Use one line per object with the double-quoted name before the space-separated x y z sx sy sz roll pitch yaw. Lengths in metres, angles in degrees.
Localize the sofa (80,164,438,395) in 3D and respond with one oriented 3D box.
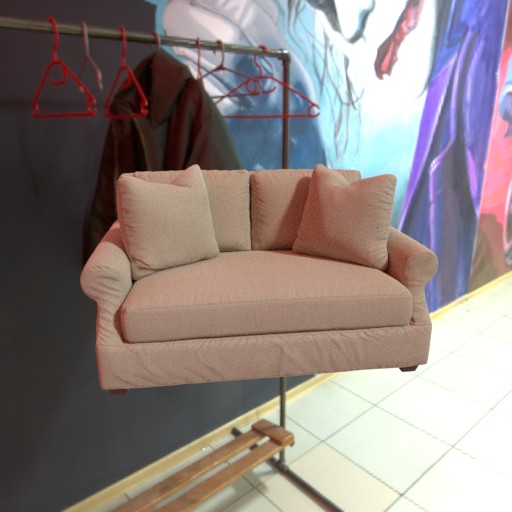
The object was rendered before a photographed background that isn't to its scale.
"sofa" 0.000 0.000 2.262 1.550 0.905 1.070 -2 17 -8
